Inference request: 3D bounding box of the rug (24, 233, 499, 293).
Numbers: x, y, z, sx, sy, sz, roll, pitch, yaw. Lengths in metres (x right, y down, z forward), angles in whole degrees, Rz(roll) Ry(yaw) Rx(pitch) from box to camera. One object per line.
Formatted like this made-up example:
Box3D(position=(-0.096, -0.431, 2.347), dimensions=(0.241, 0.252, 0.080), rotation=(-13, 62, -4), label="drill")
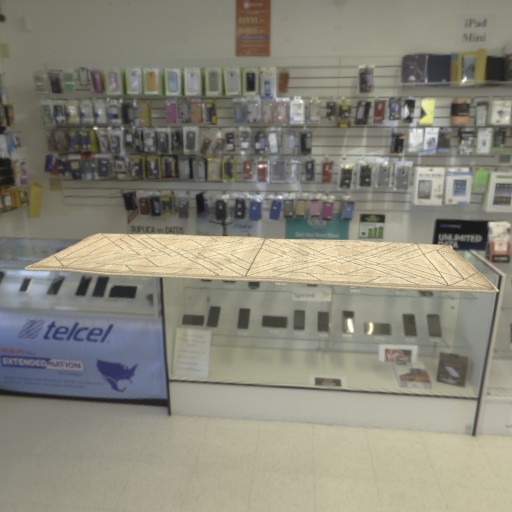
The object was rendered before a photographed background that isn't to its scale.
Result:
Box3D(position=(0.000, 0.000, 2.590), dimensions=(2.381, 0.036, 0.831), rotation=(2, 16, 8), label="rug")
